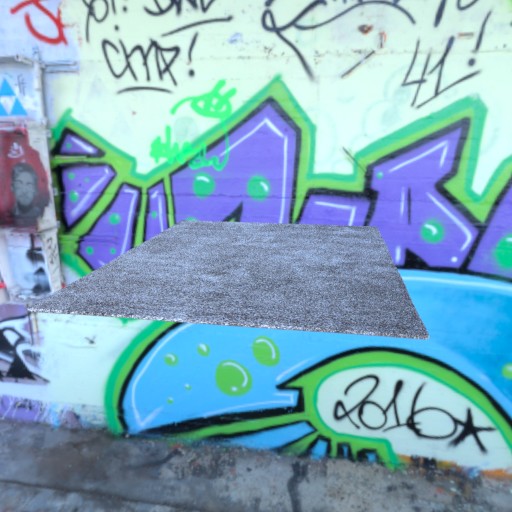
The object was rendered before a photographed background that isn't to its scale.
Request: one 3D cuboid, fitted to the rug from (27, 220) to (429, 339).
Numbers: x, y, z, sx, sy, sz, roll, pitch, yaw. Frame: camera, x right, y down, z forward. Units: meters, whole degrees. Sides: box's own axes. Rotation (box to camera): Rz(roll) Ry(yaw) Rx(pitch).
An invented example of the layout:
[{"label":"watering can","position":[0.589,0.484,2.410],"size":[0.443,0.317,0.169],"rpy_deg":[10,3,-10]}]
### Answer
[{"label":"rug","position":[0.000,0.000,3.999],"size":[2.401,0.025,3.000],"rpy_deg":[3,16,9]}]
